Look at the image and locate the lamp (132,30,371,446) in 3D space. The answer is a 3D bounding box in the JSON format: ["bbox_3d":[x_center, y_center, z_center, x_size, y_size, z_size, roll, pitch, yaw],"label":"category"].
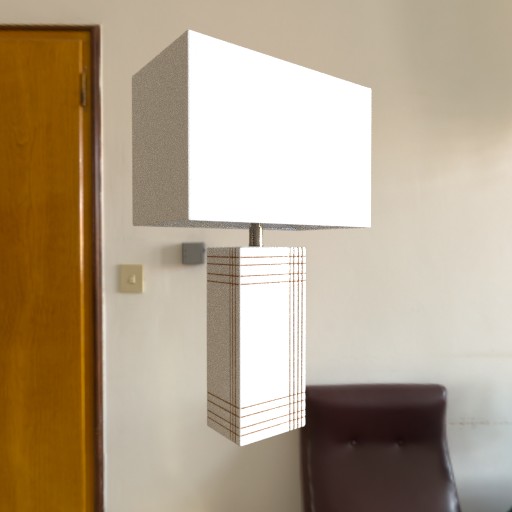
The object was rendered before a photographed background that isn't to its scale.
[{"bbox_3d":[0.000,0.000,0.699,0.334,0.543,0.182,-1,1,-36],"label":"lamp"}]
